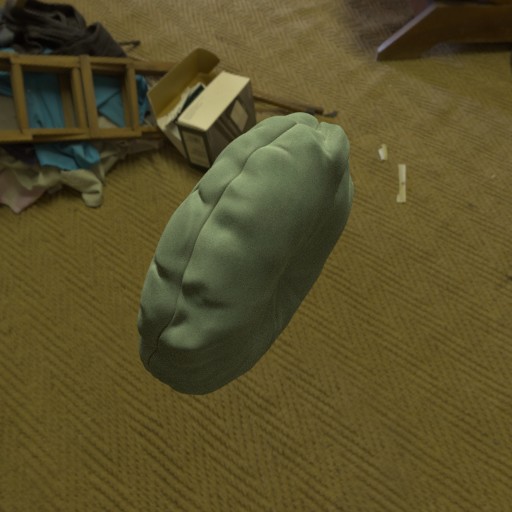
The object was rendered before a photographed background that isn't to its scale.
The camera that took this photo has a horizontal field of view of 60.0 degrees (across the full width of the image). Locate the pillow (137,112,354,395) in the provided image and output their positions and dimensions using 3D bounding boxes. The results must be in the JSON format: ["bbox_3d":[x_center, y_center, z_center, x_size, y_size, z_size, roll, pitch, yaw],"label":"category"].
[{"bbox_3d":[0.000,0.000,0.638,0.148,0.407,0.428,31,63,18],"label":"pillow"}]
